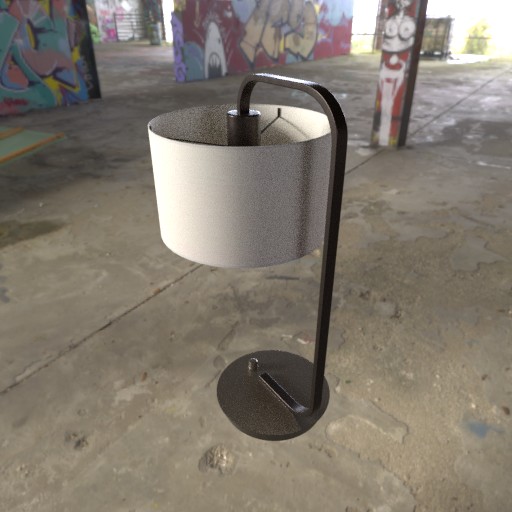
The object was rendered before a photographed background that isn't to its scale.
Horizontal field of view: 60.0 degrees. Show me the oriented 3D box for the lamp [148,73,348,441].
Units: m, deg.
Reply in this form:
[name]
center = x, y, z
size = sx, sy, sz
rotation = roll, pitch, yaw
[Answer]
[lamp]
center = 0.000, 0.000, 0.616
size = 0.230, 0.473, 0.288
rotation = -19, 34, -30
